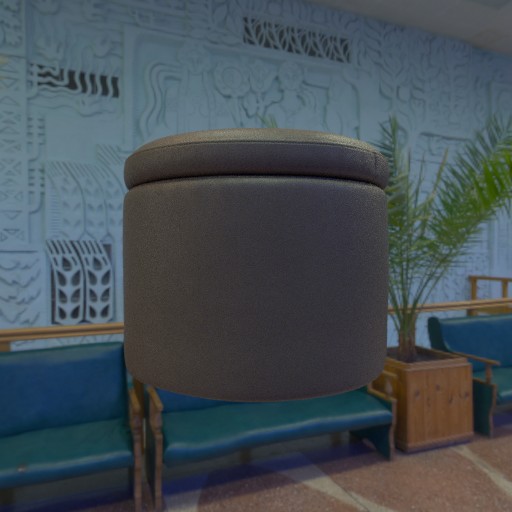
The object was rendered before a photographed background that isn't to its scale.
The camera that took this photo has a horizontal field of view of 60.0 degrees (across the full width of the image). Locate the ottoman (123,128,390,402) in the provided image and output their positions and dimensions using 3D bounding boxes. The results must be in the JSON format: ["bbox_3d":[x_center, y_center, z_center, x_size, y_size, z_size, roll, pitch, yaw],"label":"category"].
[{"bbox_3d":[0.000,0.000,0.868,0.500,0.409,0.500,0,1,0],"label":"ottoman"}]
